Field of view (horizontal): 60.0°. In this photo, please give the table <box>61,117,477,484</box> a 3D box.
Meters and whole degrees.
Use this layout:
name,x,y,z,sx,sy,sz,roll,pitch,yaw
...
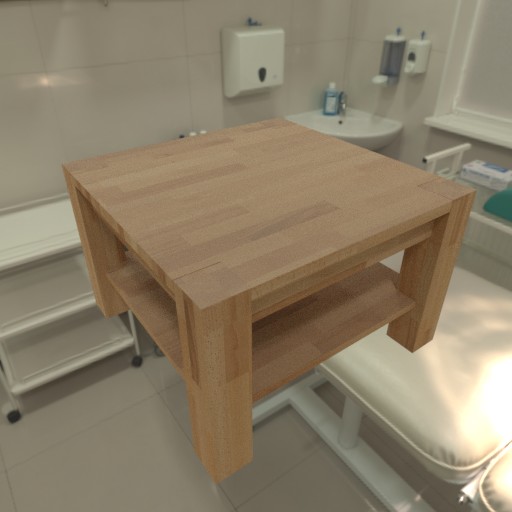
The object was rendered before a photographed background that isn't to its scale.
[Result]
name,x,y,z,sx,sy,sz,roll,pitch,yaw
table,0.000,0.000,1.168,0.700,0.451,0.700,-21,39,-29
